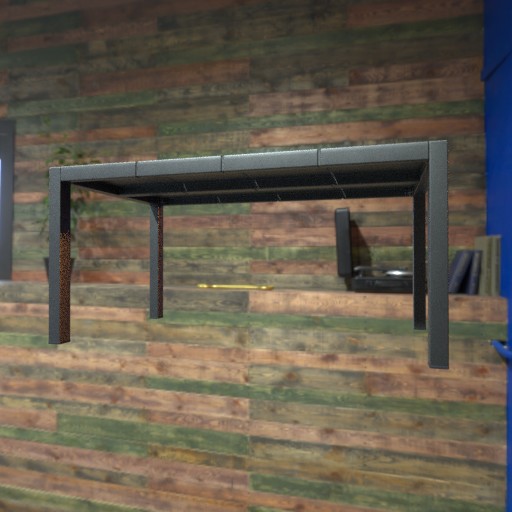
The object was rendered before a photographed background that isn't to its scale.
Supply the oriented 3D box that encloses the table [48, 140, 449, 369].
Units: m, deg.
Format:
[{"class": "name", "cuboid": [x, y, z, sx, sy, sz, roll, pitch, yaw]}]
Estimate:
[{"class": "table", "cuboid": [0.000, 0.000, 1.288, 0.965, 0.460, 0.559, 0, 0, 16]}]
